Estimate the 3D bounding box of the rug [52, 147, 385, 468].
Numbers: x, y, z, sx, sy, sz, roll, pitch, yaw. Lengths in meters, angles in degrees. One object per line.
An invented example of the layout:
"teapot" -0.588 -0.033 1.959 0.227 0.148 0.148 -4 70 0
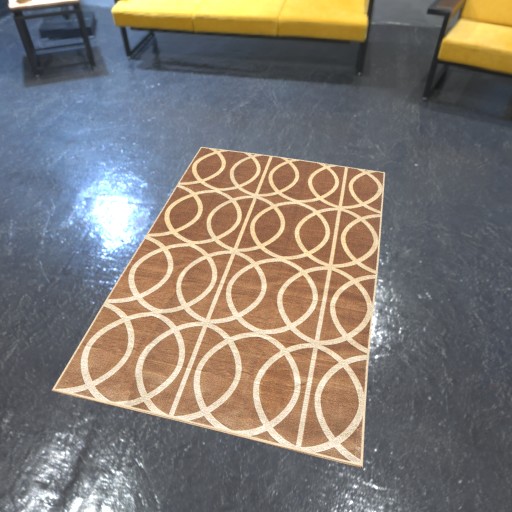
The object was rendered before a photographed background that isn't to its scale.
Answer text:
"rug" 0.000 0.000 2.834 1.528 0.014 2.294 10 46 10
